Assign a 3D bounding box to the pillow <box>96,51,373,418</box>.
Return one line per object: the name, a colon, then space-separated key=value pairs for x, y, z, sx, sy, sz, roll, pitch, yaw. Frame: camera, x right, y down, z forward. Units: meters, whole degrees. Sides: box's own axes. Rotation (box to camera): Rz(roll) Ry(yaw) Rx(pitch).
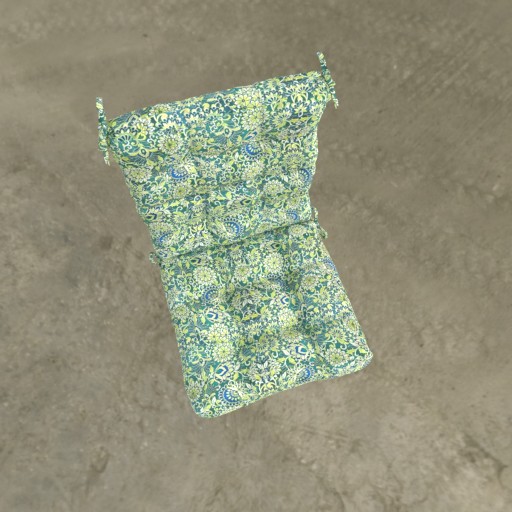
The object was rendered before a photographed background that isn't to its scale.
pillow: x=0.000 y=0.000 z=1.026 sx=0.519 sy=0.605 sz=0.571 roll=-16 pitch=66 yaw=-7
